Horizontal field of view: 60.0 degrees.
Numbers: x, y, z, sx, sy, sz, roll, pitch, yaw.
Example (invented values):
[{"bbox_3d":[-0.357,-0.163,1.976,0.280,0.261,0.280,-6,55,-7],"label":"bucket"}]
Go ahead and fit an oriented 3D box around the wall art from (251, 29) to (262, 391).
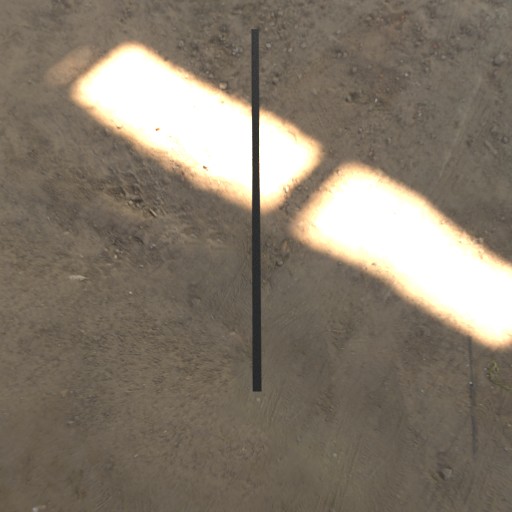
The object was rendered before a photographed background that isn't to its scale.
[{"bbox_3d":[0.000,0.000,0.695,0.008,0.530,0.379,0,76,0],"label":"wall art"}]
